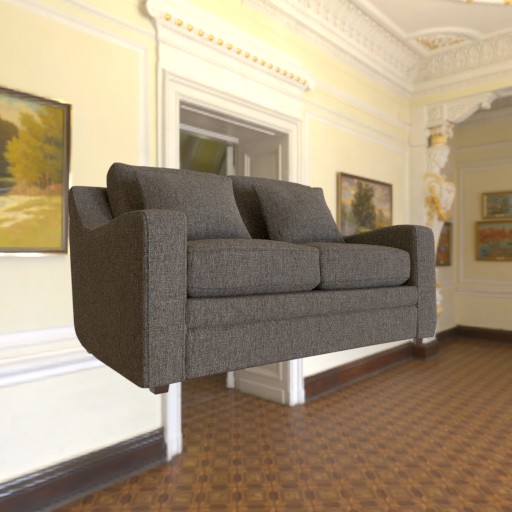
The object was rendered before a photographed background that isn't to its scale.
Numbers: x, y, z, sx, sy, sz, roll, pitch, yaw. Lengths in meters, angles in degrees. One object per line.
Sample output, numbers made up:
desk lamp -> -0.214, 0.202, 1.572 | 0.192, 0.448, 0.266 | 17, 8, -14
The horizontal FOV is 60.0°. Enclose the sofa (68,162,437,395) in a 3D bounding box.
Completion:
sofa -> 0.000, 0.000, 2.444 | 1.778, 0.991, 1.120 | 0, 0, -35
